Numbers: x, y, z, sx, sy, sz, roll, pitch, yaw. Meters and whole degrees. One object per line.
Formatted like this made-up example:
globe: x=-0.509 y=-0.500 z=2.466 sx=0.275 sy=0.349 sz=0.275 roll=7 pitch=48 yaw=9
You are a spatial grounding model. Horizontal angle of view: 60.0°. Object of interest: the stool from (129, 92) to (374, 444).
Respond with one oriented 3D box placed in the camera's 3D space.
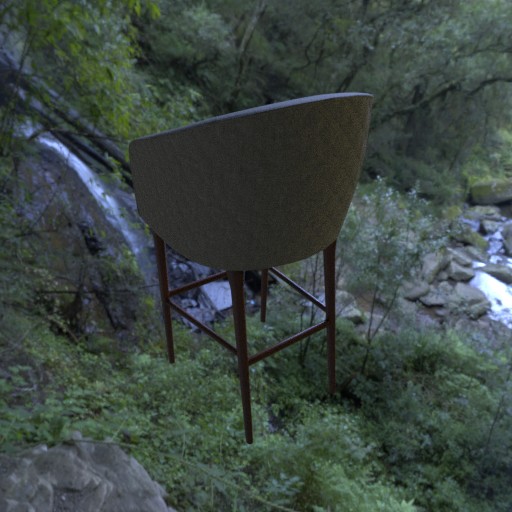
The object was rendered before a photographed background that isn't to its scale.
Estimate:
stool: x=0.000 y=0.000 z=1.447 sx=0.559 sy=1.078 sz=0.607 roll=-19 pitch=35 yaw=-30
